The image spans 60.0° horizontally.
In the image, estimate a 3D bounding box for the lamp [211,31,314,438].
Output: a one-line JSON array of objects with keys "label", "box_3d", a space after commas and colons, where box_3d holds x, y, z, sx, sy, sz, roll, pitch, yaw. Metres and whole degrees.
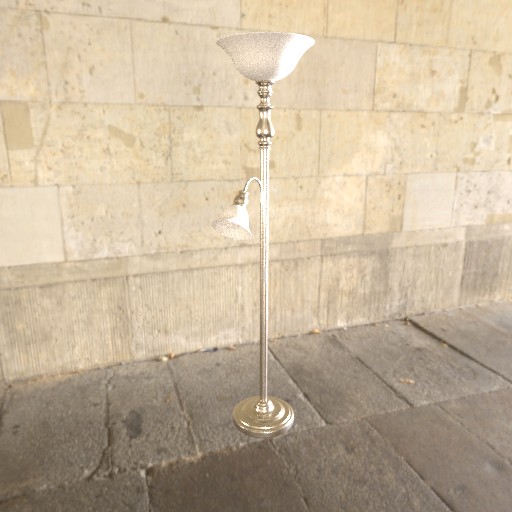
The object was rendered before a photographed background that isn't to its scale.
[{"label": "lamp", "box_3d": [0.000, 0.000, 1.992, 0.405, 1.785, 0.575, 7, 17, 25]}]
